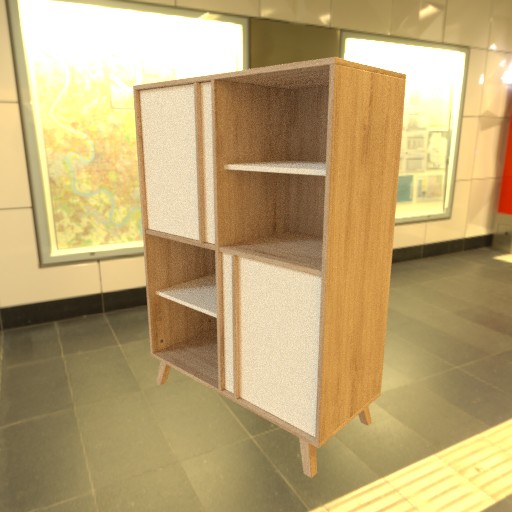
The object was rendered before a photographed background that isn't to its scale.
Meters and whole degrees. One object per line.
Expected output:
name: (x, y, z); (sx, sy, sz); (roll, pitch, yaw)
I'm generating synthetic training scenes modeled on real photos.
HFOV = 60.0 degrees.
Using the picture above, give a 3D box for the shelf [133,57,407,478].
shelf: (0.000, 0.000, 1.872); (1.000, 1.390, 0.450); (13, 20, 41)
